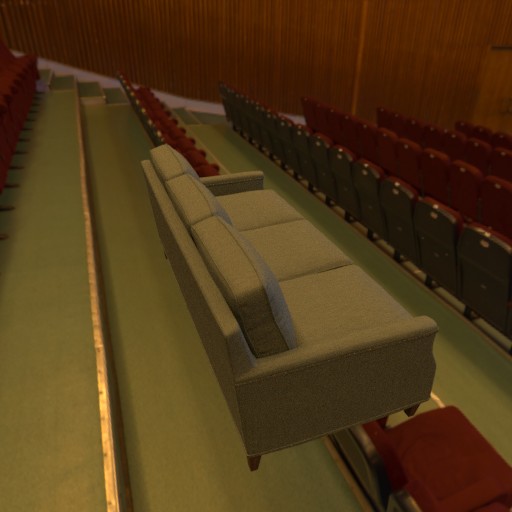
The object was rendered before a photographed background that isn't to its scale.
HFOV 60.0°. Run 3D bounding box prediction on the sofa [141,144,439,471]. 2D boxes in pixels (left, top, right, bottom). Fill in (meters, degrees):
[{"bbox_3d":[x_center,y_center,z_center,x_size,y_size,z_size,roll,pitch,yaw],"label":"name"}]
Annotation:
[{"bbox_3d":[0.000,0.000,2.816,1.084,1.003,2.246,-11,32,-18],"label":"sofa"}]
